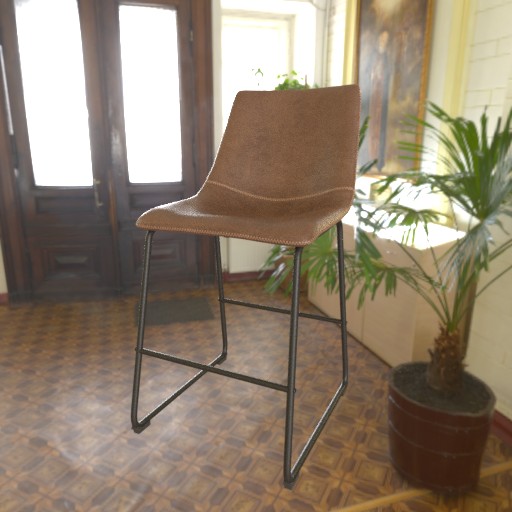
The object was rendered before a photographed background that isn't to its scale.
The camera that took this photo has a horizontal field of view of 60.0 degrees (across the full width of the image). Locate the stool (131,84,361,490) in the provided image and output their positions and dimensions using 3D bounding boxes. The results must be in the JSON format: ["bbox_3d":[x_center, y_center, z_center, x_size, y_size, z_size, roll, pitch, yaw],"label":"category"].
[{"bbox_3d":[0.000,0.000,1.180,0.460,0.890,0.550,7,17,26],"label":"stool"}]
